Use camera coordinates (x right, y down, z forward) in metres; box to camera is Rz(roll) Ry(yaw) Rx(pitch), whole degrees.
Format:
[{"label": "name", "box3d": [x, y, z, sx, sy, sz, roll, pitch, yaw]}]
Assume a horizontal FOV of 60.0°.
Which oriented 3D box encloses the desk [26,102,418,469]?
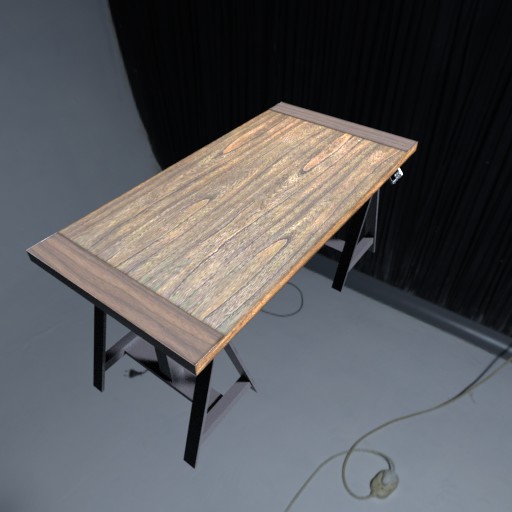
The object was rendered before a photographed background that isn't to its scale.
[{"label": "desk", "box3d": [0.000, 0.000, 2.005, 0.784, 0.725, 1.543, 26, 48, 26]}]
